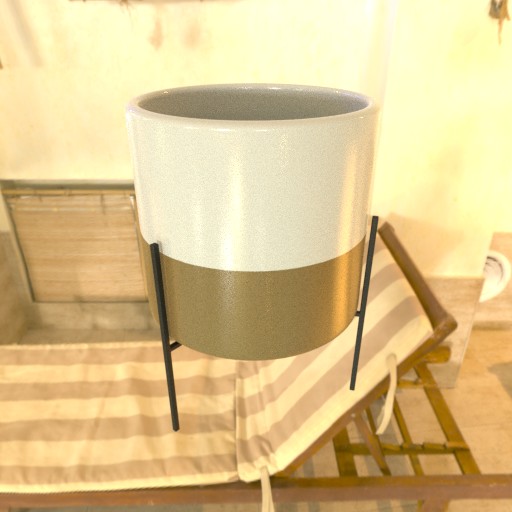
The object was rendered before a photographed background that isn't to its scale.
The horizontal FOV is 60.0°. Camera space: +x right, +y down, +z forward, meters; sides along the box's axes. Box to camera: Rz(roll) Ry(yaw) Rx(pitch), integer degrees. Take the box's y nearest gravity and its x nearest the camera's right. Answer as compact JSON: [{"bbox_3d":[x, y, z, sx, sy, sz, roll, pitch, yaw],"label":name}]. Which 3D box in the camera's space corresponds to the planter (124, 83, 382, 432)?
[{"bbox_3d":[0.000,0.000,0.634,0.310,0.432,0.310,-1,28,-1],"label":"planter"}]
